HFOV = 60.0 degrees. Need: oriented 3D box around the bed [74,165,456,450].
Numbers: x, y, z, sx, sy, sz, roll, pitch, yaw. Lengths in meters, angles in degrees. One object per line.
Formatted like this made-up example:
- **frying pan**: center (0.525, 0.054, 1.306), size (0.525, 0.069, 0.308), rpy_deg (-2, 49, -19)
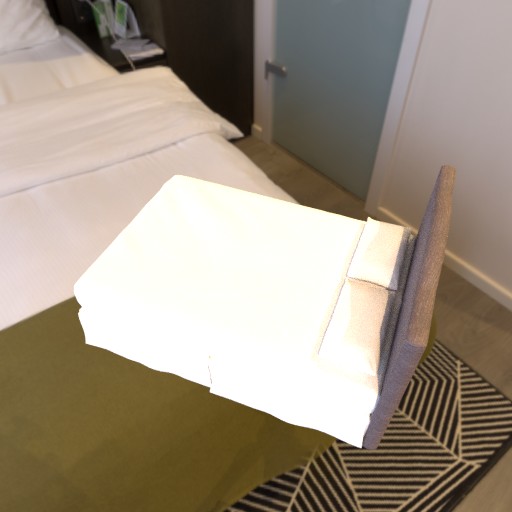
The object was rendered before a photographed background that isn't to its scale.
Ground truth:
- **bed**: center (0.000, 0.000, 3.498), size (2.507, 1.441, 1.741), rpy_deg (16, 48, 15)
